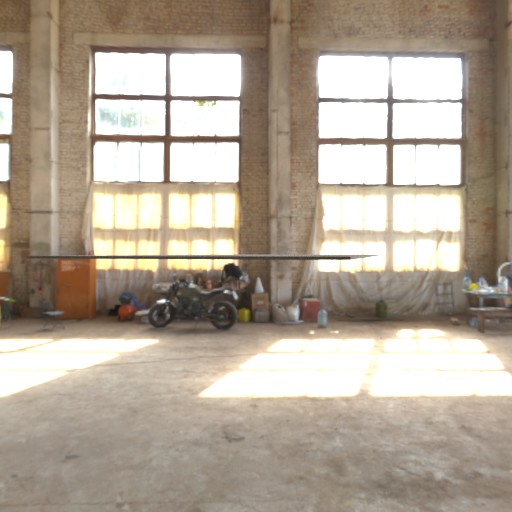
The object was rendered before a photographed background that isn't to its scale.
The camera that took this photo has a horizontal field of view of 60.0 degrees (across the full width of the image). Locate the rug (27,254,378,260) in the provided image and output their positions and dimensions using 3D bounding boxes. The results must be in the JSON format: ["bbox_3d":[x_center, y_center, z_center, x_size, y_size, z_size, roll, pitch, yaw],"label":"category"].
[{"bbox_3d":[0.000,0.000,3.042,1.524,0.014,2.438,0,0,18],"label":"rug"}]
